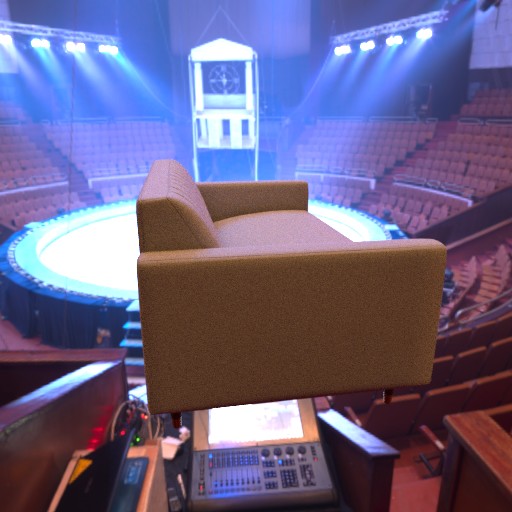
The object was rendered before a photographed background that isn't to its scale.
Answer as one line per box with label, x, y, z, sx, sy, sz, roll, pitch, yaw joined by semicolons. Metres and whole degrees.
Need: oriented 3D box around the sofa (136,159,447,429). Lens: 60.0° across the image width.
sofa;0.000;0.000;2.082;0.950;0.801;1.585;-3;17;-10
